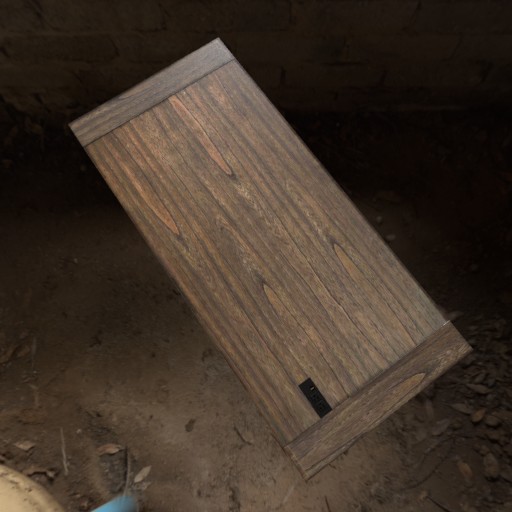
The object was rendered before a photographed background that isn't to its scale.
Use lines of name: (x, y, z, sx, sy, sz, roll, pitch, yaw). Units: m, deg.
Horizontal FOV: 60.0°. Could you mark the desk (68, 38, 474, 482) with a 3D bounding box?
desk: (0.000, 0.000, 1.982, 0.711, 0.751, 1.590, -34, 77, -9)
